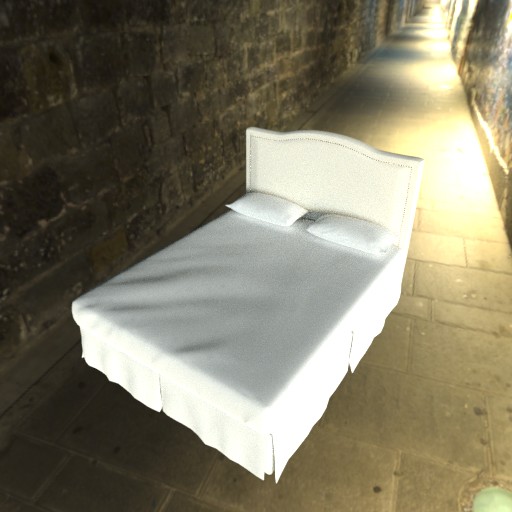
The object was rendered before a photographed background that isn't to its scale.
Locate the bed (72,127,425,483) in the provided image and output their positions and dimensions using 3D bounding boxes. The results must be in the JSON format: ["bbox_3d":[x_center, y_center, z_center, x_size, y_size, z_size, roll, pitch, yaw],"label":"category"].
[{"bbox_3d":[0.000,0.000,3.450,1.821,1.436,2.282,20,36,29],"label":"bed"}]
